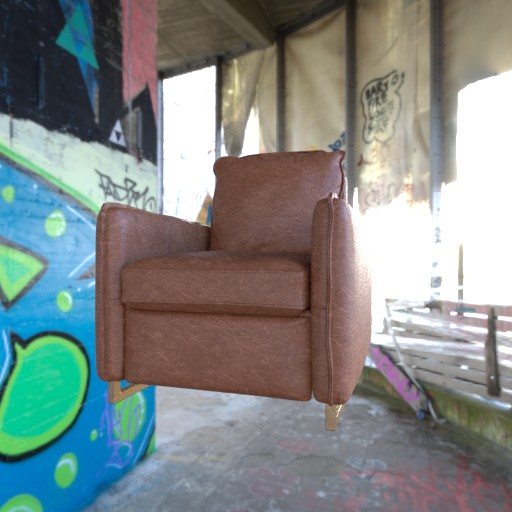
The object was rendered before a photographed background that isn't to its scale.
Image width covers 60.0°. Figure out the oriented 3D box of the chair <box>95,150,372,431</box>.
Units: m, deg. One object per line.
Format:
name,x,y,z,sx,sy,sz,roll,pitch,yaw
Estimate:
chair,0.000,0.000,1.664,0.830,0.922,0.922,0,0,18
